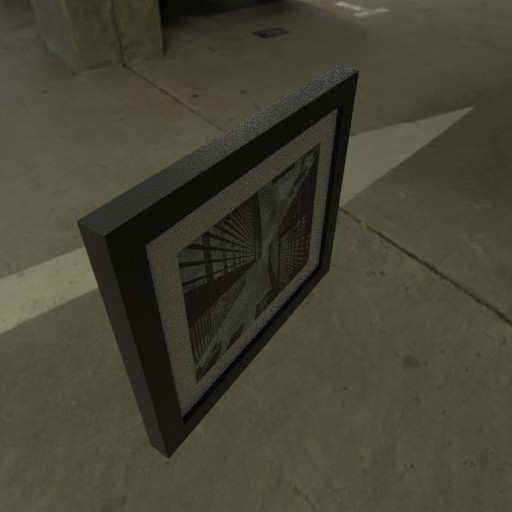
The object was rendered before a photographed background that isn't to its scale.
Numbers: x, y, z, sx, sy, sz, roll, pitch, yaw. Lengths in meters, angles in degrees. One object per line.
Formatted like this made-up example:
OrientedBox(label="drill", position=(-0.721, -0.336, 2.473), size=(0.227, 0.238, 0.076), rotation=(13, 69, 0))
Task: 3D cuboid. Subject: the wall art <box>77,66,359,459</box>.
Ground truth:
OrientedBox(label="wall art", position=(0.000, 0.000, 0.515), size=(0.028, 0.321, 0.381), rotation=(25, 47, 26))
